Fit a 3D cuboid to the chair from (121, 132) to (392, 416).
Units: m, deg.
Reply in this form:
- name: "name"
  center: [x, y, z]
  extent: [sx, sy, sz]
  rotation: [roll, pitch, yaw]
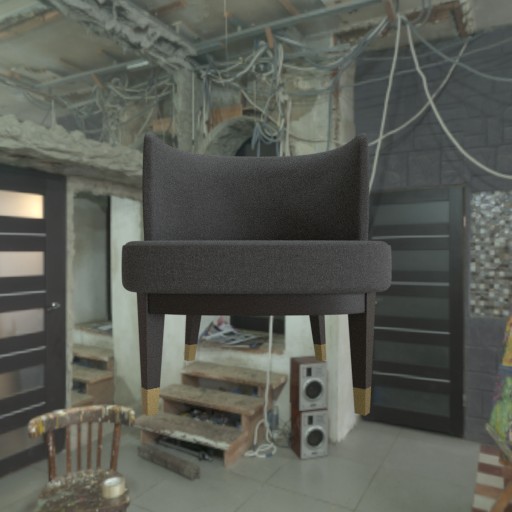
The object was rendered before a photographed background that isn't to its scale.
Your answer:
- name: "chair"
  center: [0.000, 0.000, 1.243]
  extent: [0.639, 0.695, 0.698]
  rotation: [0, 1, 0]
